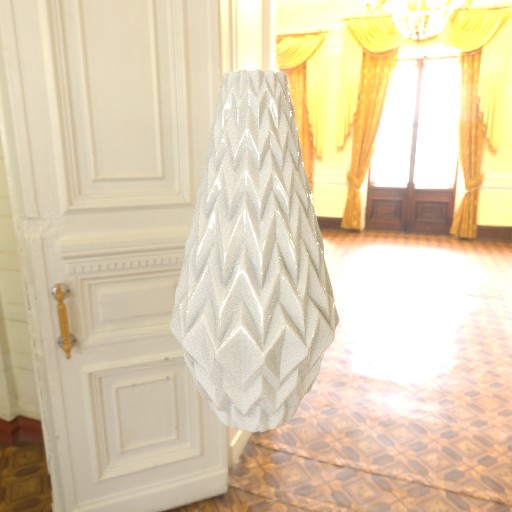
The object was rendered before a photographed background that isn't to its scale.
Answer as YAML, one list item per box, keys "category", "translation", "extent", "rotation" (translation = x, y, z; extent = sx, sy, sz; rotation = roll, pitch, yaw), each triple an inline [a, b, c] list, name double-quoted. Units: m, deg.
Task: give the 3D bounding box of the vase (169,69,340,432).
- category: "vase"
  translation: [0.000, 0.000, 0.427]
  extent: [0.167, 0.328, 0.167]
  rotation: [0, 15, 0]
